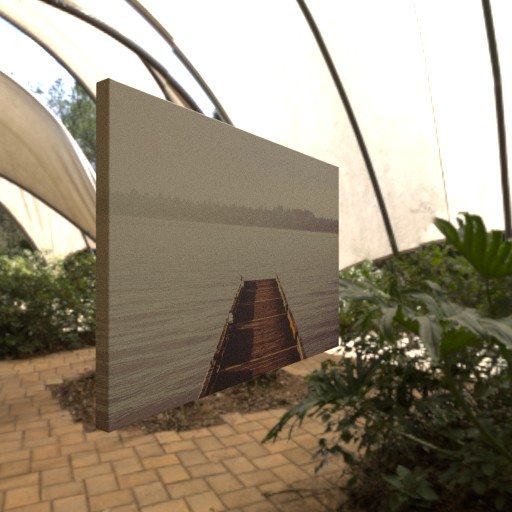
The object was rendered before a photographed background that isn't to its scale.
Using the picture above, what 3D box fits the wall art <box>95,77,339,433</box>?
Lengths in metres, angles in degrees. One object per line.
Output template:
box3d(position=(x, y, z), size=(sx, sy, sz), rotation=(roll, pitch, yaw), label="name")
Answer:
box3d(position=(0.000, 0.000, 1.139), size=(0.037, 0.609, 0.916), rotation=(0, 0, 36), label="wall art")
